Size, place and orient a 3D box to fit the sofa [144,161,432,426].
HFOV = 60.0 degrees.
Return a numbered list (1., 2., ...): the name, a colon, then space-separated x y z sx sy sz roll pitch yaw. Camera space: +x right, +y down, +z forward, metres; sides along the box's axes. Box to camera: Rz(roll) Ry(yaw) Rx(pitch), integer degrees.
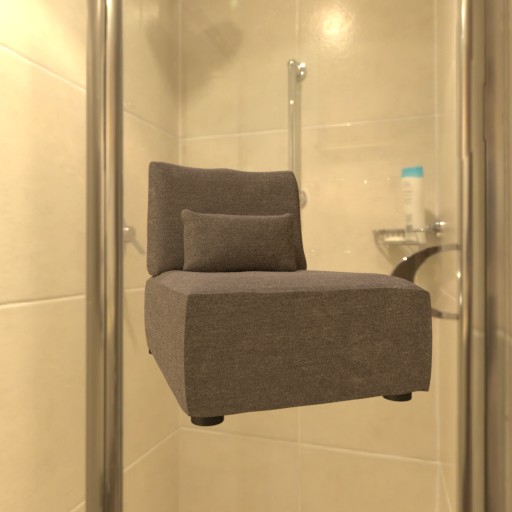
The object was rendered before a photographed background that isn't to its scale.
1. sofa: 0.000 0.000 1.599 0.700 0.820 1.000 0 0 -19
